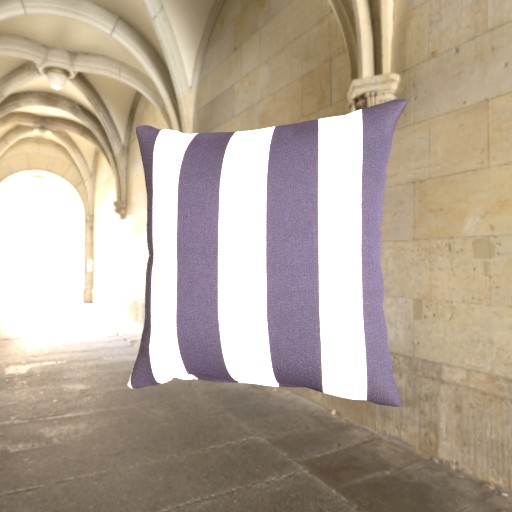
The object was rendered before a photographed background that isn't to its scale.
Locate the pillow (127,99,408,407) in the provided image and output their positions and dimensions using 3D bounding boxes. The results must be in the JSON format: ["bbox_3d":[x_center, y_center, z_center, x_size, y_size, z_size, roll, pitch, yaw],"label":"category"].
[{"bbox_3d":[0.000,0.000,0.823,0.536,0.526,0.189,0,-1,17],"label":"pillow"}]
